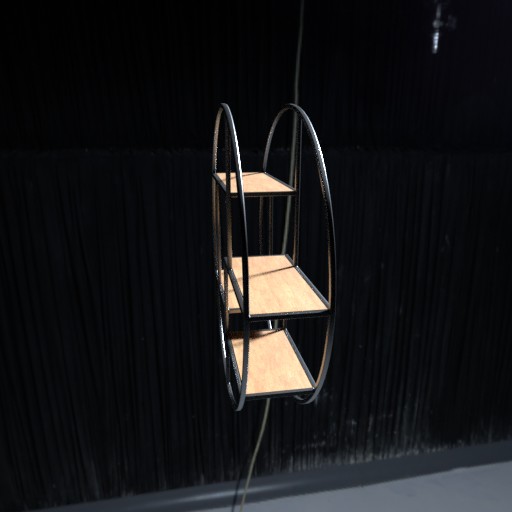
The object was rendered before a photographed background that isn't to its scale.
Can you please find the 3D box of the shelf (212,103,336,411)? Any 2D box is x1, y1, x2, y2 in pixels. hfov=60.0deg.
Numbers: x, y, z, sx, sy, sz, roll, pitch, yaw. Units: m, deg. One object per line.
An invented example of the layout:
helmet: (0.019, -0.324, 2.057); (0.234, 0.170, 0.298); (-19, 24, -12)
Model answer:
shelf: (0.000, 0.000, 1.367); (0.202, 0.888, 0.888); (-3, 17, -9)
